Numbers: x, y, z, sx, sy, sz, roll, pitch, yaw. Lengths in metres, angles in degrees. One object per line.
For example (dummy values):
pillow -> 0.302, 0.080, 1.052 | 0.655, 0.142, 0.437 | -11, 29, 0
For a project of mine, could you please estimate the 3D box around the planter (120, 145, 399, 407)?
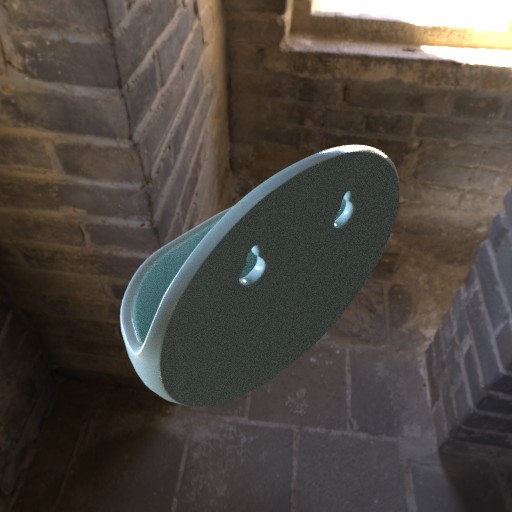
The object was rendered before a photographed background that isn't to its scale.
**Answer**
planter -> 0.000, 0.000, 0.269 | 0.189, 0.164, 0.073 | -31, 53, -27
